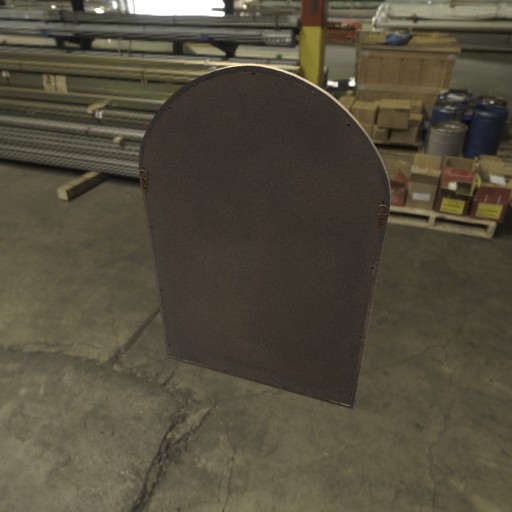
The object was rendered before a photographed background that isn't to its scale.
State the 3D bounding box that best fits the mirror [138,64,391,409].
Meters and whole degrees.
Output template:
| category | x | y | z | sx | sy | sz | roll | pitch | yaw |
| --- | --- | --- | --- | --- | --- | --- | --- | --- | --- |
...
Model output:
| category | x | y | z | sx | sy | sz | roll | pitch | yaw |
| --- | --- | --- | --- | --- | --- | --- | --- | --- | --- |
| mirror | 0.000 | 0.000 | 1.136 | 0.609 | 0.915 | 0.032 | 11 | 35 | 16 |
